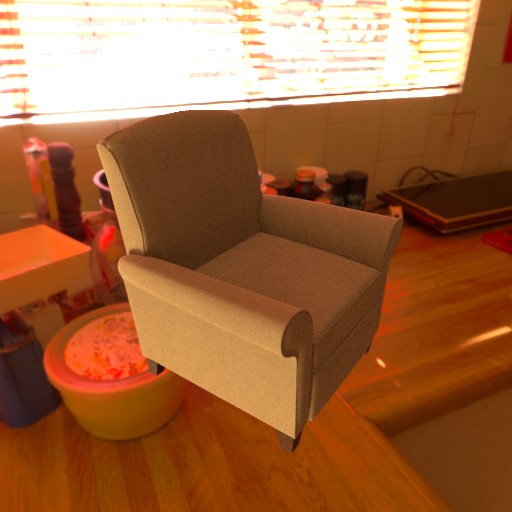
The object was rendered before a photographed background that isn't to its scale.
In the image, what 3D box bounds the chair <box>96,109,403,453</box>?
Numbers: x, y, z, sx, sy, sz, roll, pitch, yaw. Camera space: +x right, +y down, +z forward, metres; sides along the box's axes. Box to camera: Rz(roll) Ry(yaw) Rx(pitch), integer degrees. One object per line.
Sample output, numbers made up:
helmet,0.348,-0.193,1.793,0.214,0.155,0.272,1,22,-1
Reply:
chair,0.000,0.000,1.817,0.905,1.061,0.978,18,33,31
